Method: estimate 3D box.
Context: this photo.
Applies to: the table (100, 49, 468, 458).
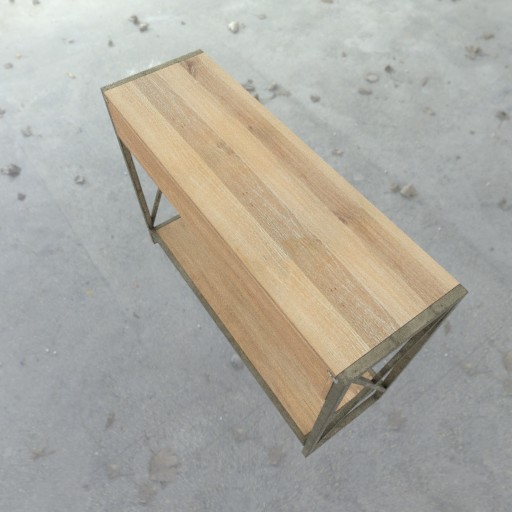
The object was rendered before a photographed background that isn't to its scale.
[{"bbox_3d":[0.000,0.000,1.415,0.361,0.763,1.059,-31,62,-19],"label":"table"}]
